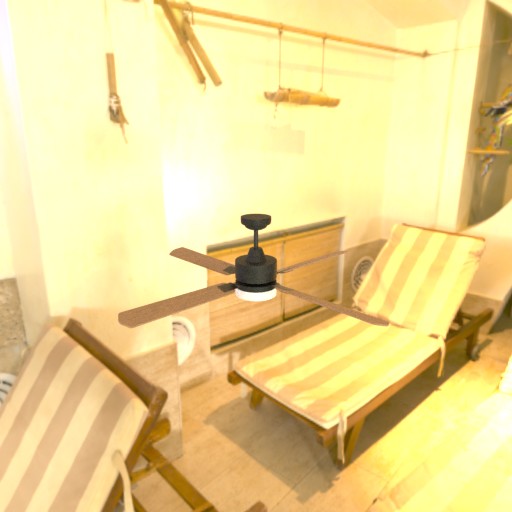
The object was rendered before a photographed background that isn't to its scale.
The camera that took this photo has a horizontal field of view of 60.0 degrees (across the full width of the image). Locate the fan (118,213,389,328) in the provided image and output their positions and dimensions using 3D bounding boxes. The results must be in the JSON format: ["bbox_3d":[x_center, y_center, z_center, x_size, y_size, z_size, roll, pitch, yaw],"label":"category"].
[{"bbox_3d":[0.000,0.000,1.958,1.320,0.355,1.320,-15,22,-41],"label":"fan"}]
